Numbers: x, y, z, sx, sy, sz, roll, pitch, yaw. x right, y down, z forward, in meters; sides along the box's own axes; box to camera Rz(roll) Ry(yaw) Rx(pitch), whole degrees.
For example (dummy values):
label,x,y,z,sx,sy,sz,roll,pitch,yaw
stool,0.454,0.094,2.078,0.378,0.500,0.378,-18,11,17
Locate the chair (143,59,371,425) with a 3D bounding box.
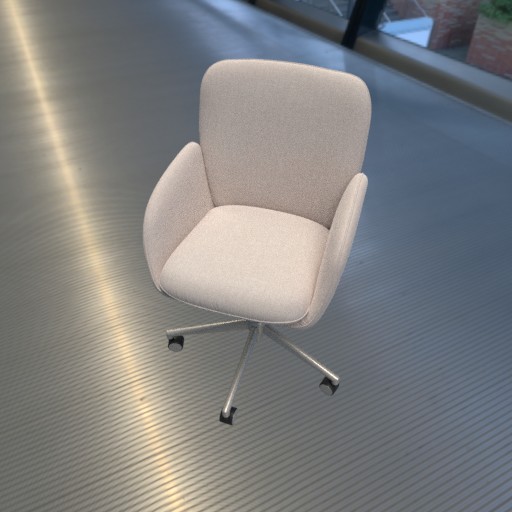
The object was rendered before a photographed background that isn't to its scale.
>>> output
label,x,y,z,sx,sy,sz,roll,pitch,yaw
chair,0.000,0.000,1.353,0.648,0.959,0.633,12,43,14
